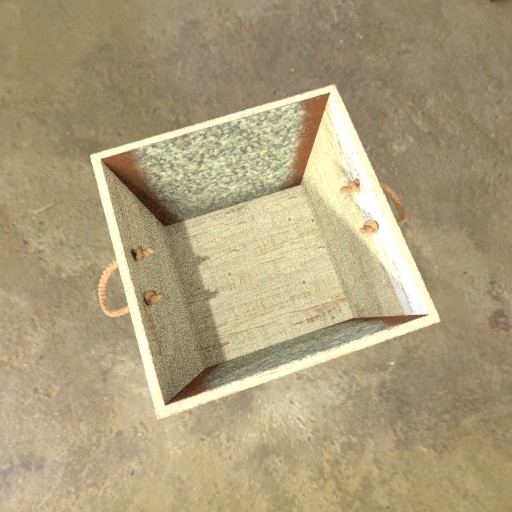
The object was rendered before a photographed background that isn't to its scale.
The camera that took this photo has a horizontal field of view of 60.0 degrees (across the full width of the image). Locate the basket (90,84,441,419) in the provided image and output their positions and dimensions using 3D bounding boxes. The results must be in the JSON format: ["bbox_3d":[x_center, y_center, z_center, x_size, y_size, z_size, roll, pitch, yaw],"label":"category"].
[{"bbox_3d":[0.000,0.000,0.778,0.545,0.247,0.413,-18,75,-5],"label":"basket"}]
